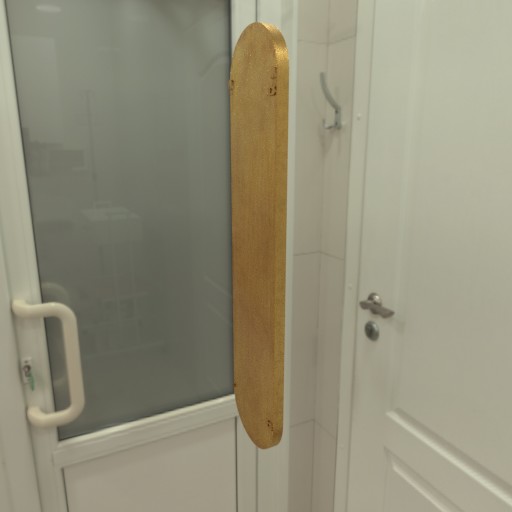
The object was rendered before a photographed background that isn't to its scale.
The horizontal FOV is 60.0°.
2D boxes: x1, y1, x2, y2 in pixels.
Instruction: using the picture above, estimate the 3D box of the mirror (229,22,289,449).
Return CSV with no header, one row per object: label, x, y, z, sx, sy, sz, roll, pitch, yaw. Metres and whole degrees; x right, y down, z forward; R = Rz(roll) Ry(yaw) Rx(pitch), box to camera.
mirror,0.000,0.000,1.039,0.032,0.991,0.222,-7,16,-26
